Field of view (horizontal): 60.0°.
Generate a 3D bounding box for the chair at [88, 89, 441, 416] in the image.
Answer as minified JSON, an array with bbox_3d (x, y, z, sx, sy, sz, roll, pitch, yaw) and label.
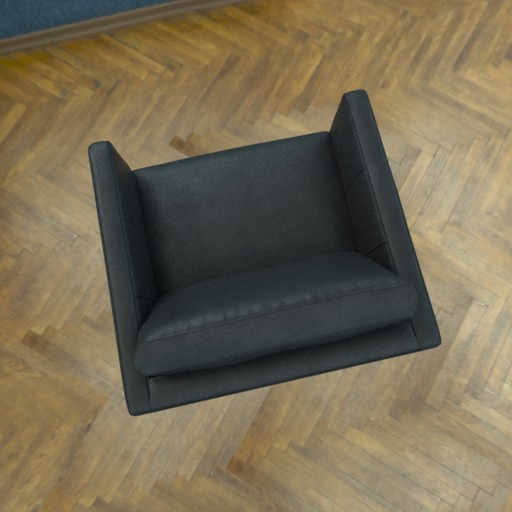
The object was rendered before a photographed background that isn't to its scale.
[{"bbox_3d":[0.000,0.000,1.598,0.939,0.811,0.862,-12,78,-3],"label":"chair"}]
